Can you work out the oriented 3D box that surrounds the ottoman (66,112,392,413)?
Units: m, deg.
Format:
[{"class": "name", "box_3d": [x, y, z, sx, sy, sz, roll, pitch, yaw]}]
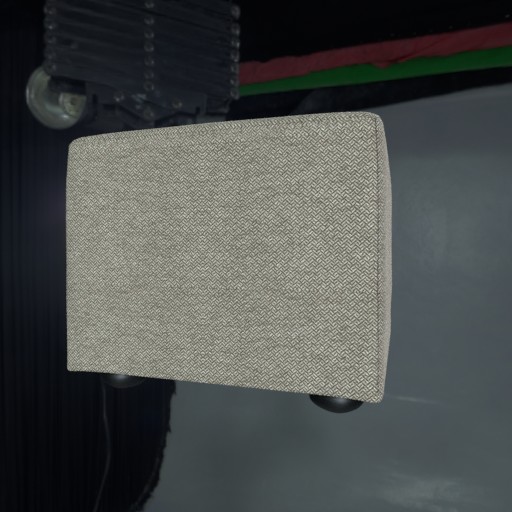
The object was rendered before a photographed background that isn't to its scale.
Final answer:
[{"class": "ottoman", "box_3d": [0.000, 0.000, 0.896, 0.519, 0.453, 0.512, 0, 1, 18]}]
